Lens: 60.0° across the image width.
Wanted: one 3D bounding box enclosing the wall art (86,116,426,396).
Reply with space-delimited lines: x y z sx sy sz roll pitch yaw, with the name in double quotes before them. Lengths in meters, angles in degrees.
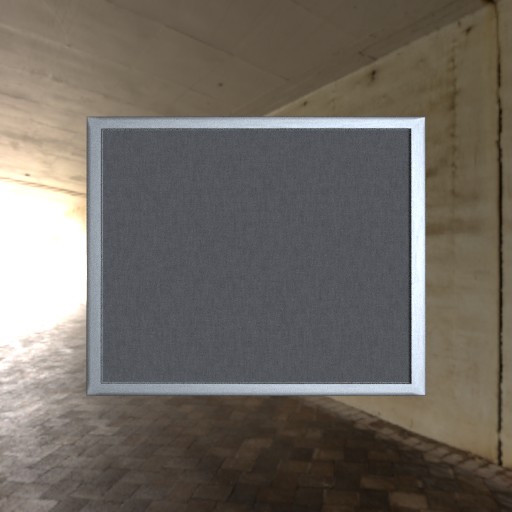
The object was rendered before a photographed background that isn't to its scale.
"wall art" 0.000 0.000 0.738 0.556 0.457 0.028 0 0 0
